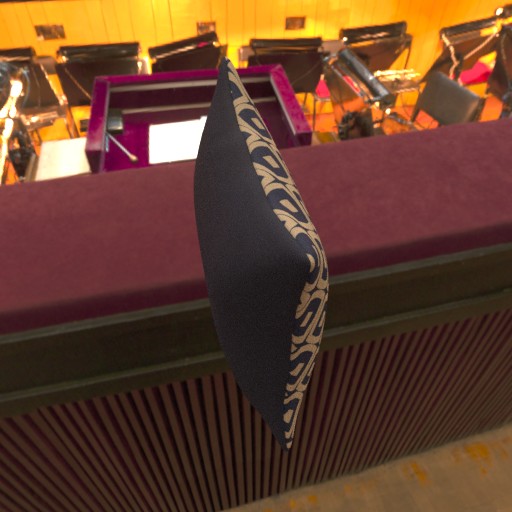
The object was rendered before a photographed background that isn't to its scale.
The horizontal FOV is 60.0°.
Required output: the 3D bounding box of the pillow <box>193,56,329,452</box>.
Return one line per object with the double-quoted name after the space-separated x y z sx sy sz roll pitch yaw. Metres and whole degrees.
0.000 0.000 0.779 0.188 0.494 0.504 -9 47 -9 "pillow"
